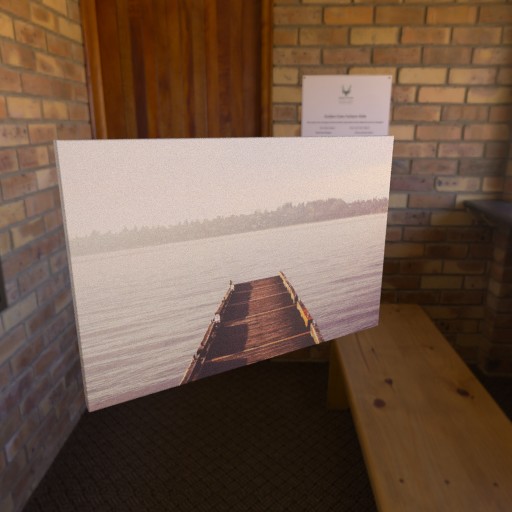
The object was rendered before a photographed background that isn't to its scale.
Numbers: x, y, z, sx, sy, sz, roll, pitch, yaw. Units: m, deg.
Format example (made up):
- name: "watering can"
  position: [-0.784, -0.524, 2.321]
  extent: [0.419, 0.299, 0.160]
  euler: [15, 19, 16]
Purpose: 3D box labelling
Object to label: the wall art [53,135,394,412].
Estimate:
- name: "wall art"
  position: [0.000, 0.000, 1.175]
  extent: [0.916, 0.609, 0.037]
  euler: [-9, 19, -29]
